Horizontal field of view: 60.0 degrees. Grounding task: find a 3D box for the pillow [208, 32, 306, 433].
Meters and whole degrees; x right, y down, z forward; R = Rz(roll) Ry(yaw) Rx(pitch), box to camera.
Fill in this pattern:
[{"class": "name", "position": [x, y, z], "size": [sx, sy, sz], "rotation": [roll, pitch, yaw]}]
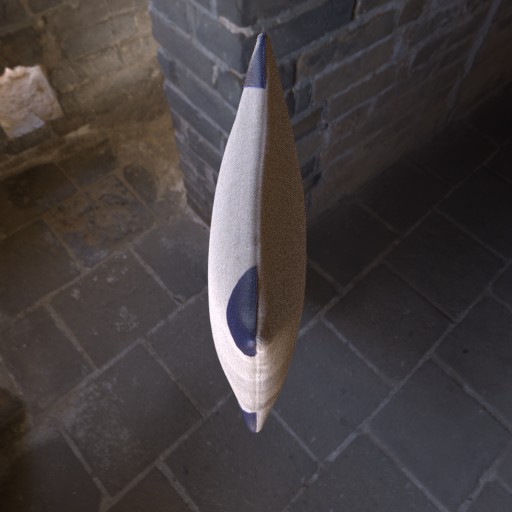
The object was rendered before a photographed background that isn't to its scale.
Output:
[{"class": "pillow", "position": [0.000, 0.000, 0.671], "size": [0.147, 0.441, 0.440], "rotation": [1, 60, 0]}]
